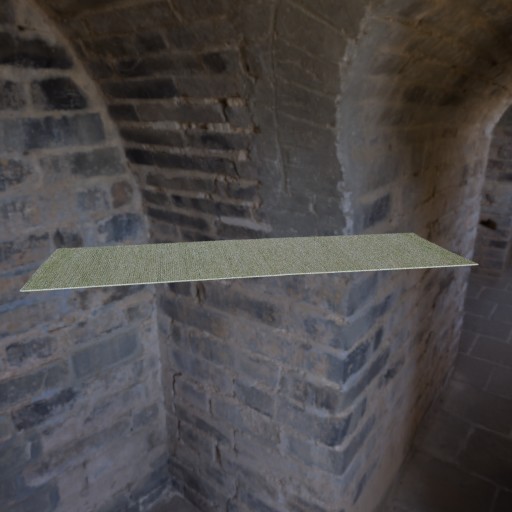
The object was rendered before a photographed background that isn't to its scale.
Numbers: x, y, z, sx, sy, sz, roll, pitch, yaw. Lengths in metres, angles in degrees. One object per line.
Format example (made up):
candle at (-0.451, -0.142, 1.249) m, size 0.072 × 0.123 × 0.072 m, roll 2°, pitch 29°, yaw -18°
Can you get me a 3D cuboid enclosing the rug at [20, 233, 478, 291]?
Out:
rug at (0.000, 0.000, 2.548) m, size 2.340 × 0.013 × 0.686 m, roll -3°, pitch 18°, yaw -9°
